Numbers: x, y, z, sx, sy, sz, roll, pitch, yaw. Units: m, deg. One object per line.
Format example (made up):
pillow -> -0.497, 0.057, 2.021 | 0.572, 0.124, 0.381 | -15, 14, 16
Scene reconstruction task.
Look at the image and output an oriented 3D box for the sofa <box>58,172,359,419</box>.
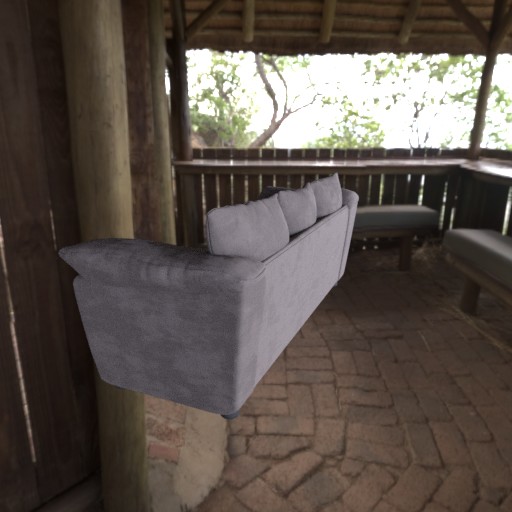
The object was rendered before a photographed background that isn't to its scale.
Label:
sofa -> 0.000, 0.000, 2.856 | 0.893, 0.981, 2.377 | 7, 17, 22
